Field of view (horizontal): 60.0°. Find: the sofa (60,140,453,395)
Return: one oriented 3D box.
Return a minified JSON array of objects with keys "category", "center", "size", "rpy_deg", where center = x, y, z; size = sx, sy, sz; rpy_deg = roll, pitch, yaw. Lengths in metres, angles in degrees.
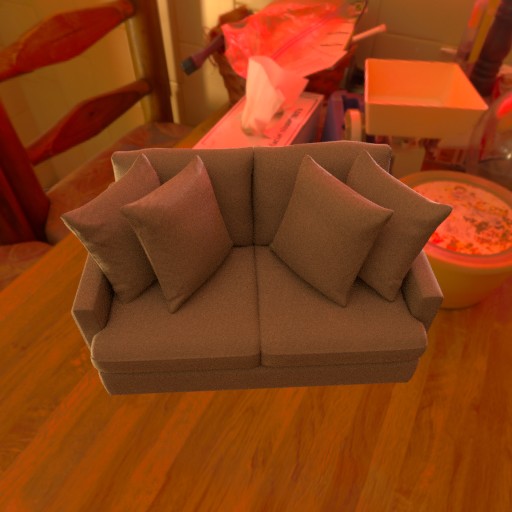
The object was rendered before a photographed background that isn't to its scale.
[{"category":"sofa","center":[0.000,0.000,2.577],"size":[1.869,1.080,1.228],"rpy_deg":[-2,46,-2]}]
